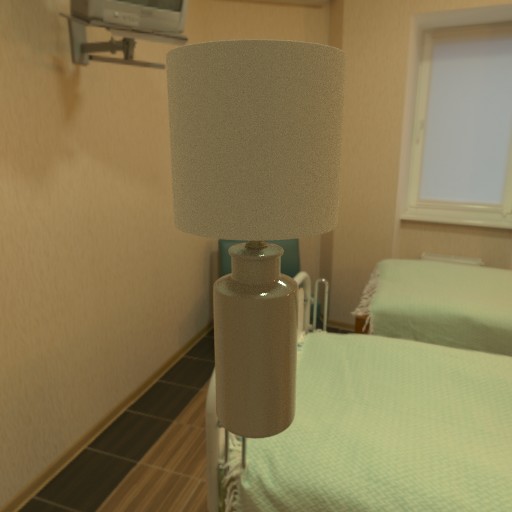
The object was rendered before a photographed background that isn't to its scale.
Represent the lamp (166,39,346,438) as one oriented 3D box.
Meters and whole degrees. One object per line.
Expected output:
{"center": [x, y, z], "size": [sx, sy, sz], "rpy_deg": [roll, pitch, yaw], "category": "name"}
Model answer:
{"center": [0.000, 0.000, 0.596], "size": [0.212, 0.493, 0.212], "rpy_deg": [-2, 16, -9], "category": "lamp"}
